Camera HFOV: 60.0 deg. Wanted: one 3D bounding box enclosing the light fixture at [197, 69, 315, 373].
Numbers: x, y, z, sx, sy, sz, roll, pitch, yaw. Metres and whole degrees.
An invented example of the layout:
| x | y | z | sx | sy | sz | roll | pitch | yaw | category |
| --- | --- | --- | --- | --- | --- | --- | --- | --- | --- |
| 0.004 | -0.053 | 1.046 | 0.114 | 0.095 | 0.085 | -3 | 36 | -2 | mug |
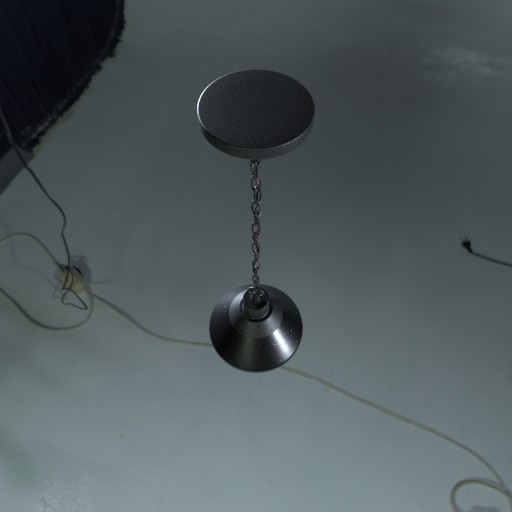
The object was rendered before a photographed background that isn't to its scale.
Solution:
| x | y | z | sx | sy | sz | roll | pitch | yaw | category |
| --- | --- | --- | --- | --- | --- | --- | --- | --- | --- |
| 0.000 | 0.000 | 0.703 | 0.201 | 0.588 | 0.201 | 14 | 60 | 8 | light fixture |
